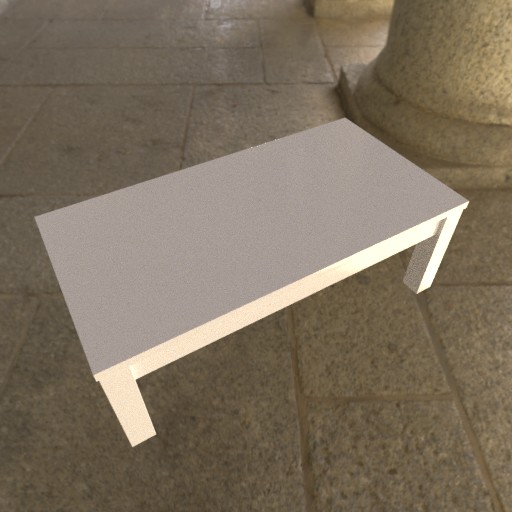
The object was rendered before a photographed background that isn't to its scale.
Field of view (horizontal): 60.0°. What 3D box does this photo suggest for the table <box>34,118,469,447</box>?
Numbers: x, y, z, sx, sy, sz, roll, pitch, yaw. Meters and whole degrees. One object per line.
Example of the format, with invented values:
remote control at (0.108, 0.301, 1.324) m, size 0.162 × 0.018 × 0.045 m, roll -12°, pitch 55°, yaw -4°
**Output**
table at (0.000, 0.000, 1.714) m, size 1.350 × 0.470 × 0.700 m, roll -23°, pitch 50°, yaw -21°
